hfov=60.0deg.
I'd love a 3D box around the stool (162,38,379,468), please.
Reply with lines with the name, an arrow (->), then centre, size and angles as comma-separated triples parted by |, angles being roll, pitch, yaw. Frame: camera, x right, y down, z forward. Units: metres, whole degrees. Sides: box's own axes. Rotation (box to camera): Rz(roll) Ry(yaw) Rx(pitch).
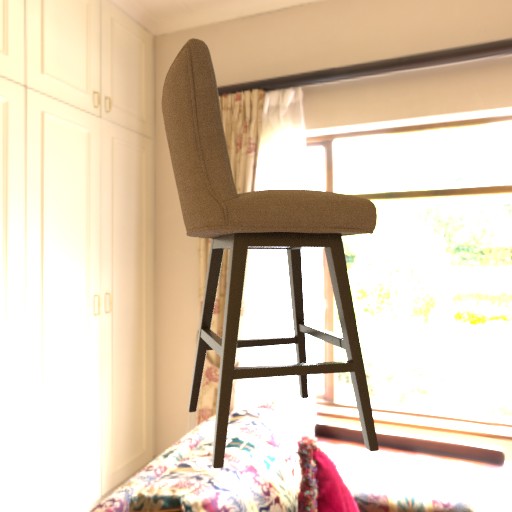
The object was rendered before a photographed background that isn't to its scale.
stool -> 0.000, 0.000, 1.397 | 0.574, 1.086, 0.514 | 0, 0, -17
